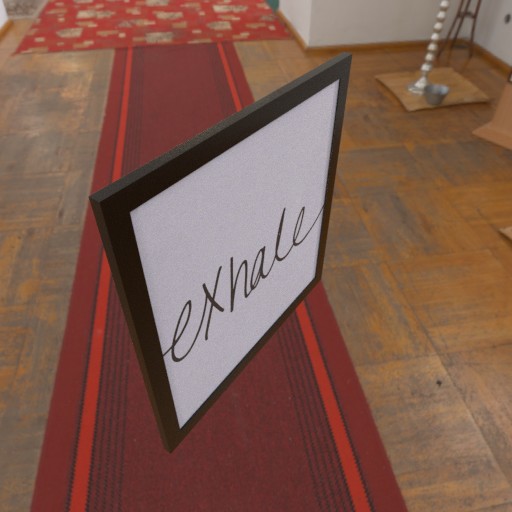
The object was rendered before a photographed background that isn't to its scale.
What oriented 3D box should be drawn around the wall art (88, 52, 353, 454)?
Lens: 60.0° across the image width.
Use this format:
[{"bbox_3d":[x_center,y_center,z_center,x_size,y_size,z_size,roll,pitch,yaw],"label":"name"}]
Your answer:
[{"bbox_3d":[0.000,0.000,0.637,0.014,0.445,0.446,25,48,26],"label":"wall art"}]
